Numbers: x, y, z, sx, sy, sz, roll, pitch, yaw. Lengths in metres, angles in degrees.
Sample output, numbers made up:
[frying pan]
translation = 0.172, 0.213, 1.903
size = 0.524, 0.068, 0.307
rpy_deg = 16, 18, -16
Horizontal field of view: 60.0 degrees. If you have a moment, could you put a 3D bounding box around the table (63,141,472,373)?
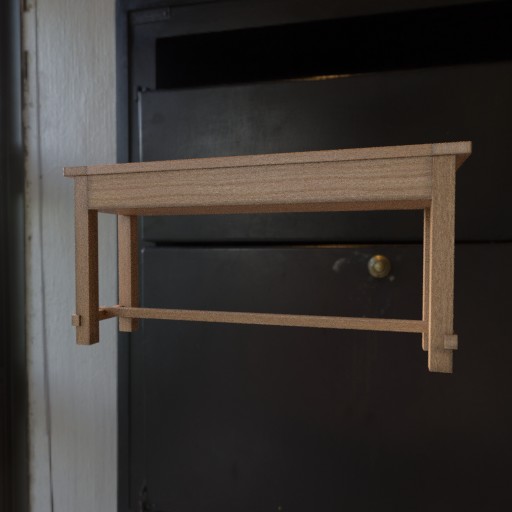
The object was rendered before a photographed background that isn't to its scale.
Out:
[table]
translation = 0.000, 0.000, 1.885
size = 1.599, 0.762, 0.442
rpy_deg = 0, 1, 17
